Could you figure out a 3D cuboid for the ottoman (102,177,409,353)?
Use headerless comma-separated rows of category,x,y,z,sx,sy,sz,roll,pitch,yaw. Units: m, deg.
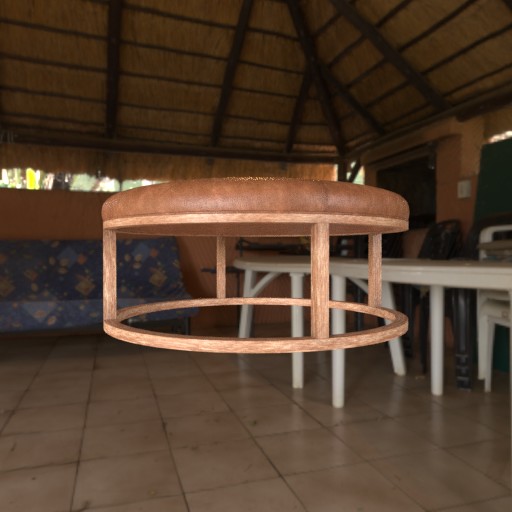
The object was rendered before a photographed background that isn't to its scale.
ottoman,0.000,0.000,1.531,1.006,0.445,1.006,0,1,0
